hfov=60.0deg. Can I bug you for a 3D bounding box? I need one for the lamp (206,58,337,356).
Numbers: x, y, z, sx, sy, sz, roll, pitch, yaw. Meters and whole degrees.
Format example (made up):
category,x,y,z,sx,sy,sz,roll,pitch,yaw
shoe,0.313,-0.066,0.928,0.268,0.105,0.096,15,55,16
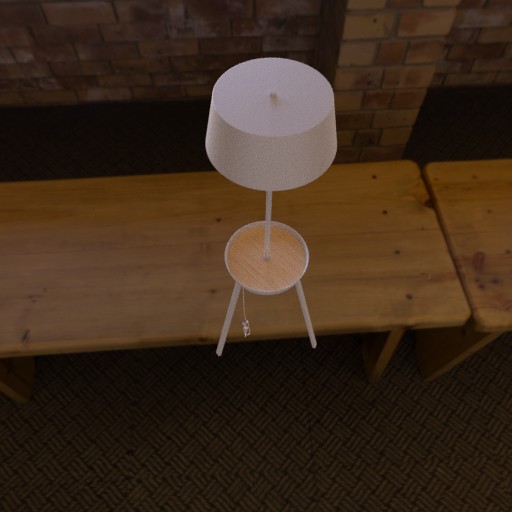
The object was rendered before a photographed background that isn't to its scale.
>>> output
category,x,y,z,sx,sy,sz,roll,pitch,yaw
lamp,0.000,0.000,1.682,0.468,1.429,0.508,-31,63,-18
